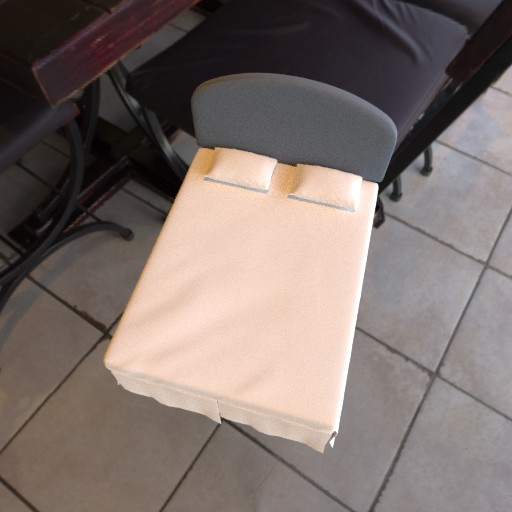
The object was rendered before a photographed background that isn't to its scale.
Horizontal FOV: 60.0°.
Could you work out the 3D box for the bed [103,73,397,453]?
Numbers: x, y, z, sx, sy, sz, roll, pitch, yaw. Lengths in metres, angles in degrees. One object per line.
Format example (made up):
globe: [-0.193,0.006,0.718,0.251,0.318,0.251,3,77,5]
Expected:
bed: [0.000,0.000,3.033,1.607,1.410,2.005,13,60,8]
